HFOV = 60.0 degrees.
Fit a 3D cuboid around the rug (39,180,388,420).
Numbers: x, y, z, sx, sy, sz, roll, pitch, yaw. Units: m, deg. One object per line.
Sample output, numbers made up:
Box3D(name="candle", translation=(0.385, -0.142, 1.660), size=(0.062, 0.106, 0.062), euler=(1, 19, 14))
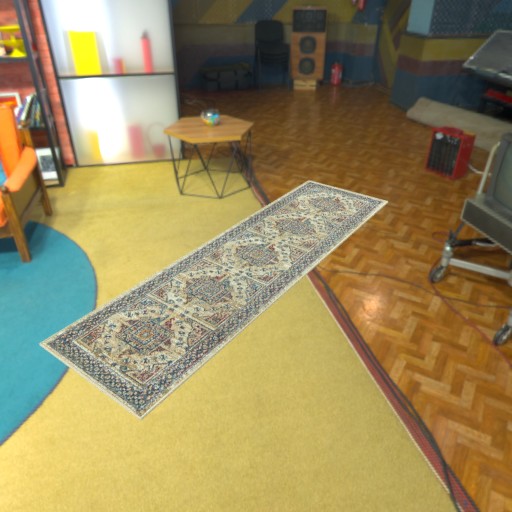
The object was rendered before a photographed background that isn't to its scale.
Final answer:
Box3D(name="rug", translation=(0.000, 0.000, 2.554), size=(0.661, 0.013, 2.297), euler=(21, 38, 30))
